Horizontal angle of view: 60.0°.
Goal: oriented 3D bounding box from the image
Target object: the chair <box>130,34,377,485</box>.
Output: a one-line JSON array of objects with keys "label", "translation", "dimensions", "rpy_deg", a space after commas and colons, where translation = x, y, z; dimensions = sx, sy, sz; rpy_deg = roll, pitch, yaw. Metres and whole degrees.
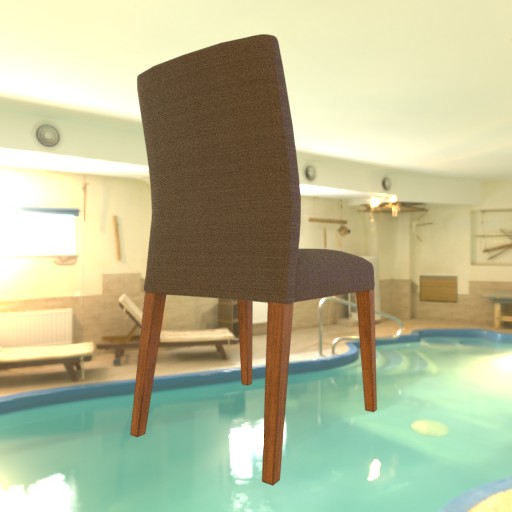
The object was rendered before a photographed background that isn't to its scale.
[{"label": "chair", "translation": [0.000, 0.000, 1.250], "dimensions": [0.496, 0.940, 0.585], "rpy_deg": [0, 1, 35]}]
